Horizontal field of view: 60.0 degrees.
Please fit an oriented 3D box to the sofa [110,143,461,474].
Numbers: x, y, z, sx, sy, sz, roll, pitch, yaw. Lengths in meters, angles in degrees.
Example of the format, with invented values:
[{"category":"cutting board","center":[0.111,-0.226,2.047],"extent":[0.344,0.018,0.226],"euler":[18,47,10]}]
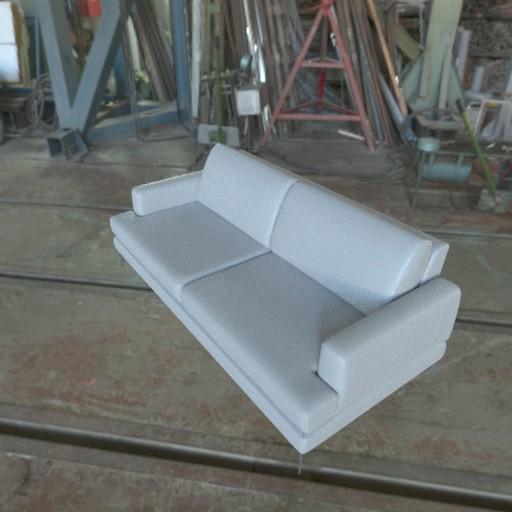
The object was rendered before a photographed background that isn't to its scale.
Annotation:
[{"category":"sofa","center":[0.000,0.000,2.443],"extent":[0.974,0.765,1.940],"euler":[-21,37,-30]}]
